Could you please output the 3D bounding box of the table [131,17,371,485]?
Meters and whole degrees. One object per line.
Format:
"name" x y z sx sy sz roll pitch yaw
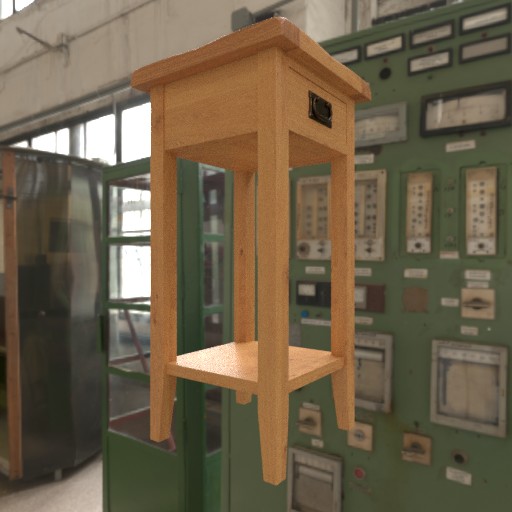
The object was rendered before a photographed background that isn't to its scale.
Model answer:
"table" 0.000 0.000 0.927 0.360 0.740 0.360 0 0 36
